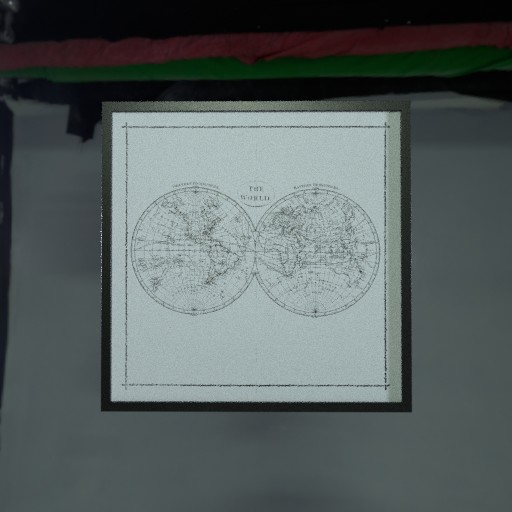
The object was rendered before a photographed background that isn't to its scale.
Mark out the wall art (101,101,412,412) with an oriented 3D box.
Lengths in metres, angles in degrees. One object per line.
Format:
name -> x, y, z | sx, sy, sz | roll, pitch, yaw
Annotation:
wall art -> 0.000, 0.000, 1.120 | 0.773, 0.775, 0.031 | 0, -1, 0
